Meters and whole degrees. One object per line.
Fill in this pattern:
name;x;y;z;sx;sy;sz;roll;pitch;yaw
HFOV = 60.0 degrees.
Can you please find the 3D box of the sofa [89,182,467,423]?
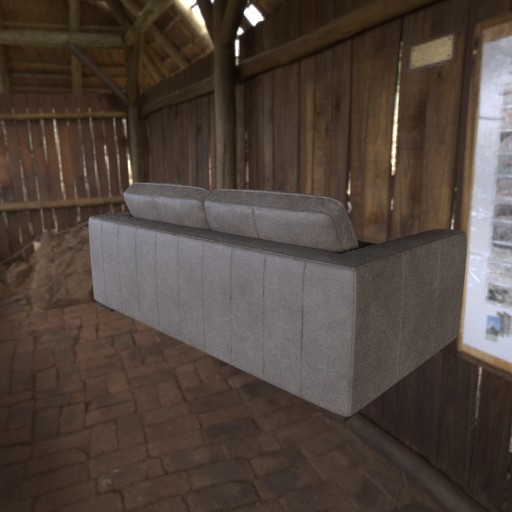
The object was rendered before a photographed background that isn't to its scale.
sofa;0.000;0.000;2.483;1.920;0.800;1.070;12;17;43
